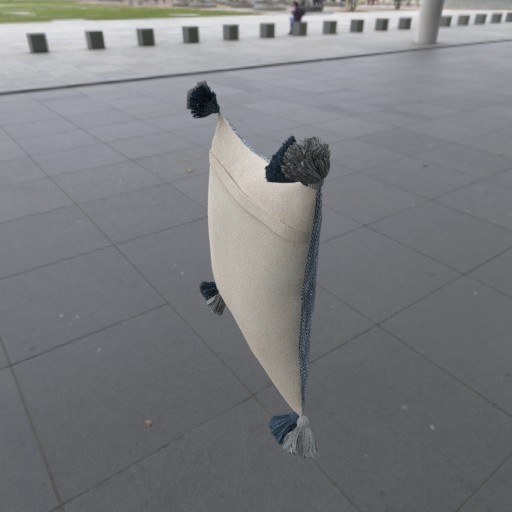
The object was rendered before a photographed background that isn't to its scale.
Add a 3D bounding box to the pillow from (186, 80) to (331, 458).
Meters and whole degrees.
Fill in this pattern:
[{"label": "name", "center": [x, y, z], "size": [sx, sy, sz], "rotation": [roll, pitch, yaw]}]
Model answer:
[{"label": "pillow", "center": [0.000, 0.000, 0.923], "size": [0.138, 0.634, 0.614], "rotation": [-11, 33, -18]}]
